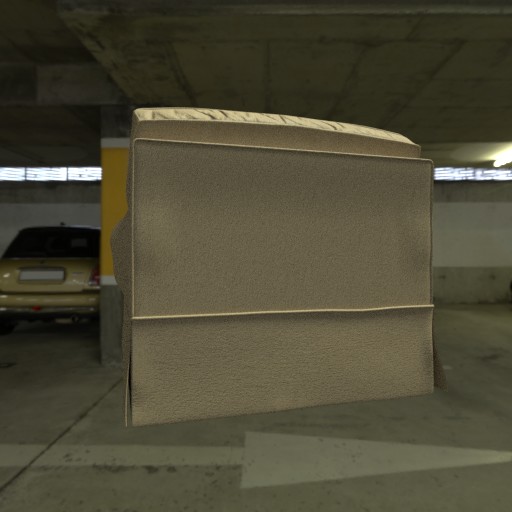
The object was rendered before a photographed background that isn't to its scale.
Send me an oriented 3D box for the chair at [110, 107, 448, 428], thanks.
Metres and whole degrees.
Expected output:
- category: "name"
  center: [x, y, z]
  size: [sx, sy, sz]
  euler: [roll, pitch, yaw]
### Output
- category: "chair"
  center: [0.000, 0.000, 1.757]
  size: [1.096, 0.937, 0.903]
  euler: [0, 0, -17]
